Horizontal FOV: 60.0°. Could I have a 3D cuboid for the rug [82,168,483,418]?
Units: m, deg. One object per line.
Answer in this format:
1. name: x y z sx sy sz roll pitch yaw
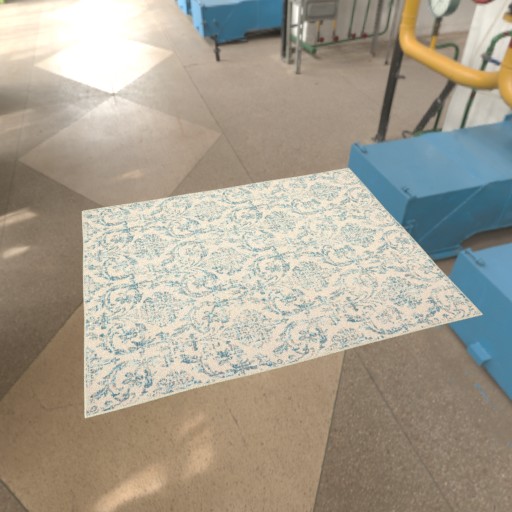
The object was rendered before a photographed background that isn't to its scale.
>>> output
1. rug: 0.000 0.000 3.979 2.980 0.012 2.363 -11 42 -13
